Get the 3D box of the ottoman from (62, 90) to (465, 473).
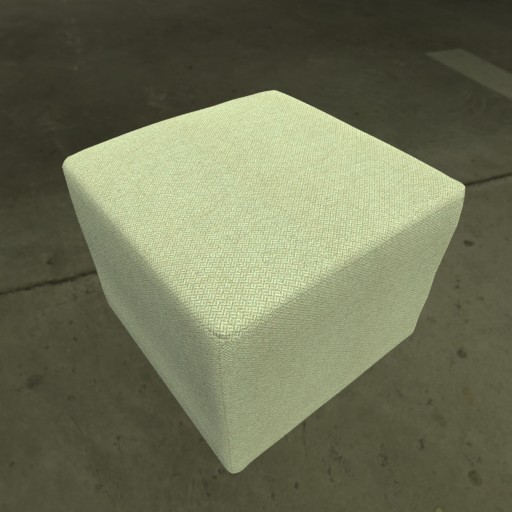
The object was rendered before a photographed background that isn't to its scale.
[{"bbox_3d":[0.000,0.000,0.891,0.512,0.453,0.521,-28,50,-27],"label":"ottoman"}]
